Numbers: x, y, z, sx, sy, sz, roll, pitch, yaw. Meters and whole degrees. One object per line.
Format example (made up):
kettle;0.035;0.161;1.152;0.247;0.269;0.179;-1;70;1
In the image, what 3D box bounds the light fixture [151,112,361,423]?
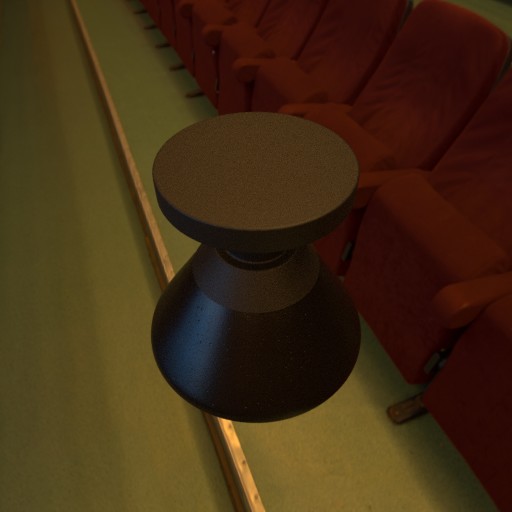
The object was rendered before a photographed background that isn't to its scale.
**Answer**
light fixture;0.000;0.000;0.364;0.200;0.183;0.200;0;45;0
